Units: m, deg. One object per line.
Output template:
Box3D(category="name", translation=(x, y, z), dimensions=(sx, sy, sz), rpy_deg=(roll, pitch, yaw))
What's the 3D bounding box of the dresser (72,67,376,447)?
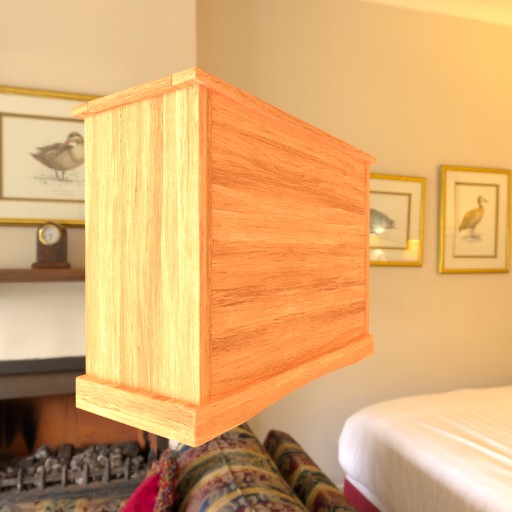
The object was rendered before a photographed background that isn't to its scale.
Box3D(category="dresser", translation=(0.000, 0.000, 1.375), dimensions=(0.410, 0.740, 0.990), rpy_deg=(0, 0, 35))
